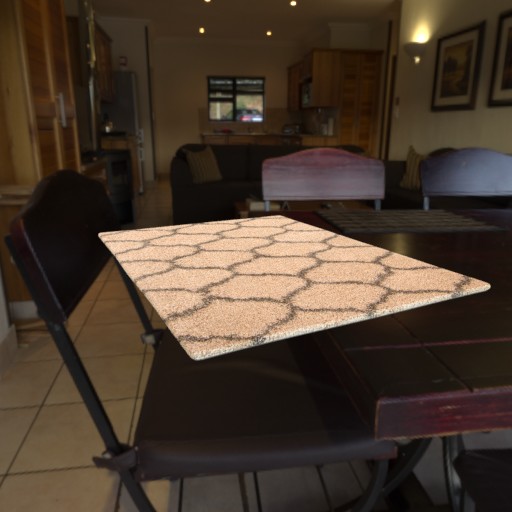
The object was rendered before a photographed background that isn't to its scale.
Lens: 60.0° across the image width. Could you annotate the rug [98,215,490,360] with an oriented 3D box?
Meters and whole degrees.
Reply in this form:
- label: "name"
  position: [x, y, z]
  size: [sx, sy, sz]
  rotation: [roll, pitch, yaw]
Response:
- label: "rug"
  position: [0.000, 0.000, 2.103]
  size: [1.200, 0.025, 1.600]
  rotation: [-8, 18, -26]
